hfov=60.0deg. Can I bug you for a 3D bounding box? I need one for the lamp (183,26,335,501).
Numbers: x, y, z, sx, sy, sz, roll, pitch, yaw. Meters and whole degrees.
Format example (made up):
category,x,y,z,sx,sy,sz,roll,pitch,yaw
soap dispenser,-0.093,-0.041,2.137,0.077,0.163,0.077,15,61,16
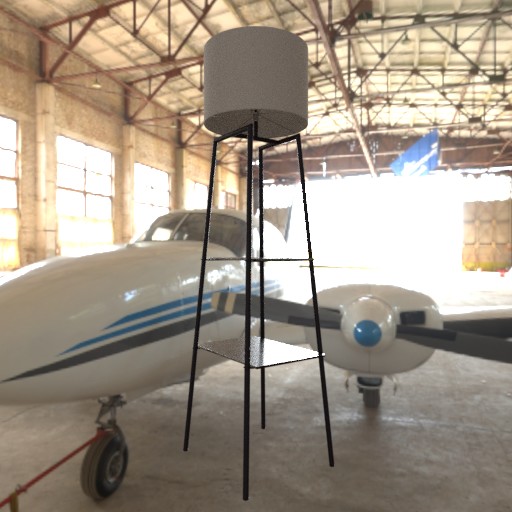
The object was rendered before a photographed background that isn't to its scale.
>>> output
category,x,y,z,sx,sy,sz,roll,pitch,yaw
lamp,0.000,0.000,1.609,0.384,1.474,0.427,0,1,-35
